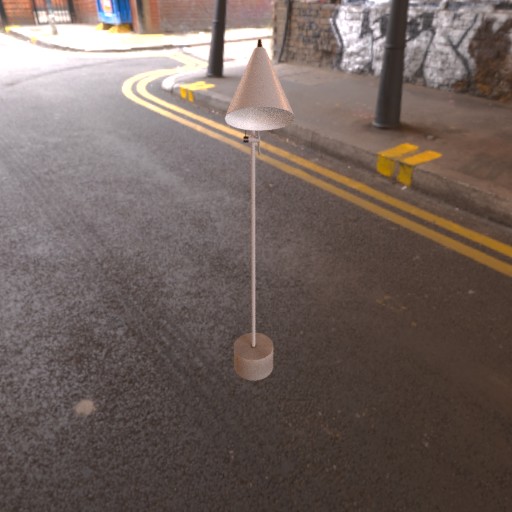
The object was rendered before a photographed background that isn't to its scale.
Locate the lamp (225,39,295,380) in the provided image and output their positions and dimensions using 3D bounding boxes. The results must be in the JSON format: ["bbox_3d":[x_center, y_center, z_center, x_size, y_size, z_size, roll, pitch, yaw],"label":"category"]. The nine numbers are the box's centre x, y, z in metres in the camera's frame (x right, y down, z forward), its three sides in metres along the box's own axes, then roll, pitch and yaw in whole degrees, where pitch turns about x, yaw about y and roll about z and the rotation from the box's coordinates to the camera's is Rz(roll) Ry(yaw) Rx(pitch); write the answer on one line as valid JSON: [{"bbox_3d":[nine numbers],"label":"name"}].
[{"bbox_3d":[0.000,0.000,1.606,0.223,1.430,0.508,1,32,2],"label":"lamp"}]
